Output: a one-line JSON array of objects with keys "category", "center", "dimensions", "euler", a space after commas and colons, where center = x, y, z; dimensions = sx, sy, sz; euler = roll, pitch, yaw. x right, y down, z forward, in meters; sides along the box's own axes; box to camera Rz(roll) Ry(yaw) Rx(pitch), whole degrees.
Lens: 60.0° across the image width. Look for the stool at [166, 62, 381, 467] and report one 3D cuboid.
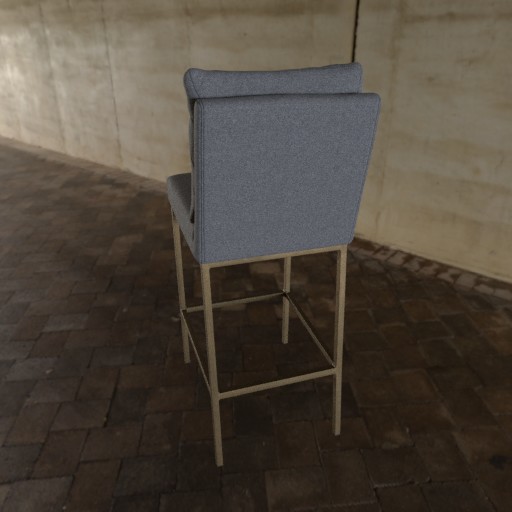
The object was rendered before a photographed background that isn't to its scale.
[{"category": "stool", "center": [0.000, 0.000, 1.399], "dimensions": [0.463, 1.130, 0.569], "euler": [-8, 27, -16]}]
